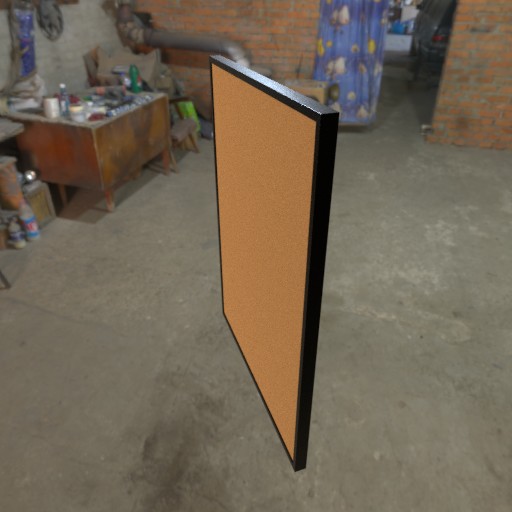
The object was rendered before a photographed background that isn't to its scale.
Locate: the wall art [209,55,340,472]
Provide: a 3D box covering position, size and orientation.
[{"bbox_3d":[0.000,0.000,1.392,0.040,1.062,0.805,-10,33,-16],"label":"wall art"}]
